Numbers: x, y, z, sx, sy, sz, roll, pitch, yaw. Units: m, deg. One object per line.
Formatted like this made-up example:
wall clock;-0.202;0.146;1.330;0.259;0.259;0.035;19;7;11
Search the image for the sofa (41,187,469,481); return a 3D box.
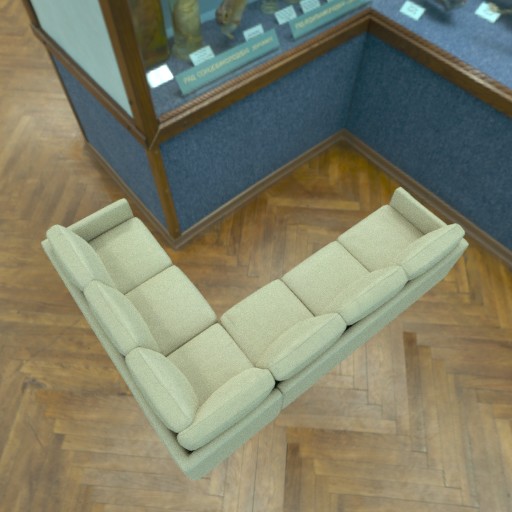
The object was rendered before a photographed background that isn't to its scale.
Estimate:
sofa;0.000;0.000;4.451;3.302;0.947;2.593;-33;64;-19
